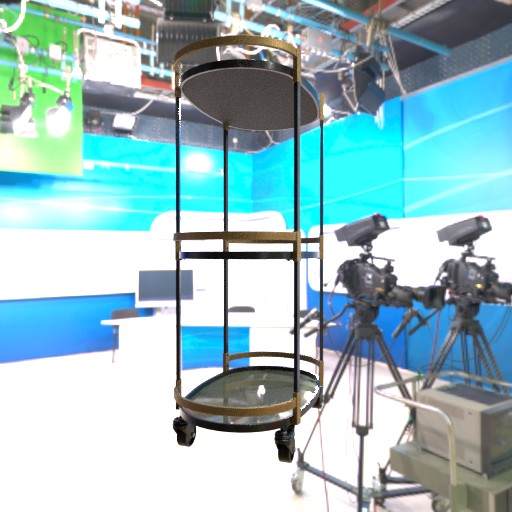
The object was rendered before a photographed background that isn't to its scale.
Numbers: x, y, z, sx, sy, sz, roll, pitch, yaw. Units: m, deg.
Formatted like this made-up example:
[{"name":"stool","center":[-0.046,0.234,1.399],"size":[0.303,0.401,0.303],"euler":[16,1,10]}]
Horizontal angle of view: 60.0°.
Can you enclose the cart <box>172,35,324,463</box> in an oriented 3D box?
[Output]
[{"name":"cart","center":[0.000,0.000,1.134],"size":[0.311,0.885,0.515],"euler":[0,1,19]}]
